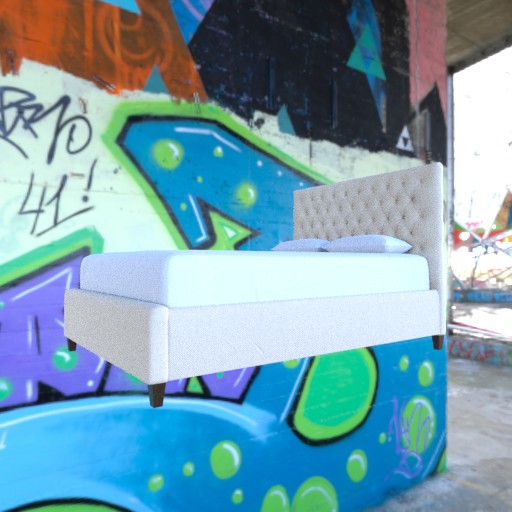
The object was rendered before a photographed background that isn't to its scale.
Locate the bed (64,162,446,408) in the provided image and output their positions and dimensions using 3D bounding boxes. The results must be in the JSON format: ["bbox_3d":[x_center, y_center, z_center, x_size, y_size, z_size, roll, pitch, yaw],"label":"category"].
[{"bbox_3d":[0.000,0.000,3.373,2.387,1.427,1.698,1,-1,-36],"label":"bed"}]
